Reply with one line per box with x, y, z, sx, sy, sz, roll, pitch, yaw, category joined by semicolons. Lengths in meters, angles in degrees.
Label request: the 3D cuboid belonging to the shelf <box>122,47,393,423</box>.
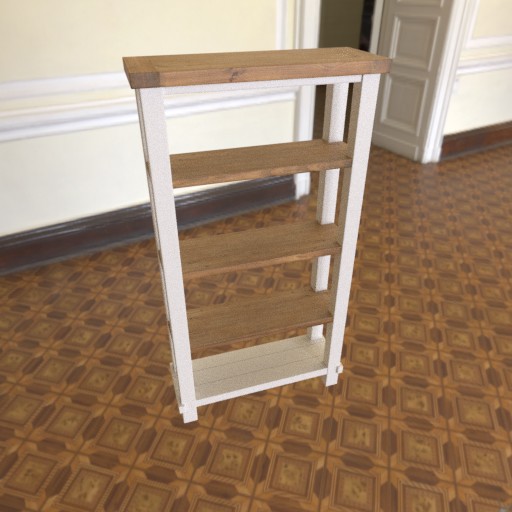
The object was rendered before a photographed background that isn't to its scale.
0.000;0.000;2.279;1.022;1.878;0.381;-10;33;-15;shelf
